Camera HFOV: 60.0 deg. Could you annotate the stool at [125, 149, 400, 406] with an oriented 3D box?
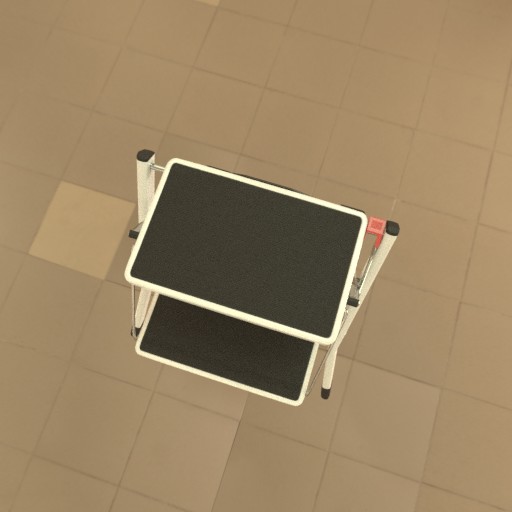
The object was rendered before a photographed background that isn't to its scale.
[{"bbox_3d":[0.000,0.000,0.866,0.485,0.445,0.490,17,77,4],"label":"stool"}]
